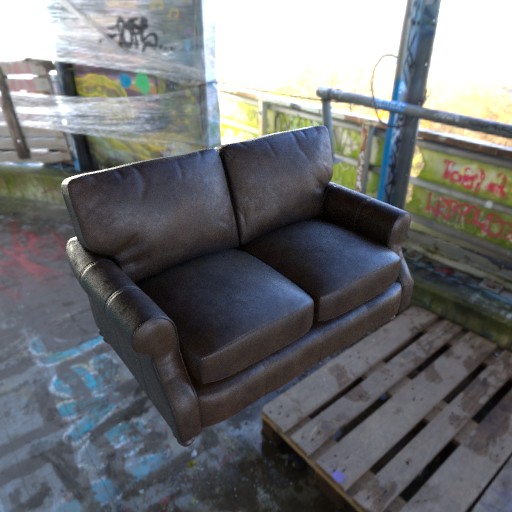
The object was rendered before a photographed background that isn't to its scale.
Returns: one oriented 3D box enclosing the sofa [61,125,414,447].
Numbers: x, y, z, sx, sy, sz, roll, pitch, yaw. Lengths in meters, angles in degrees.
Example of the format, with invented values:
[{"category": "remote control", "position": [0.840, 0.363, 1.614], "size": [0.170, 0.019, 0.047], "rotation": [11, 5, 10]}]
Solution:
[{"category": "sofa", "position": [0.000, 0.000, 2.219], "size": [1.616, 0.976, 0.990], "rotation": [-21, 36, -32]}]
